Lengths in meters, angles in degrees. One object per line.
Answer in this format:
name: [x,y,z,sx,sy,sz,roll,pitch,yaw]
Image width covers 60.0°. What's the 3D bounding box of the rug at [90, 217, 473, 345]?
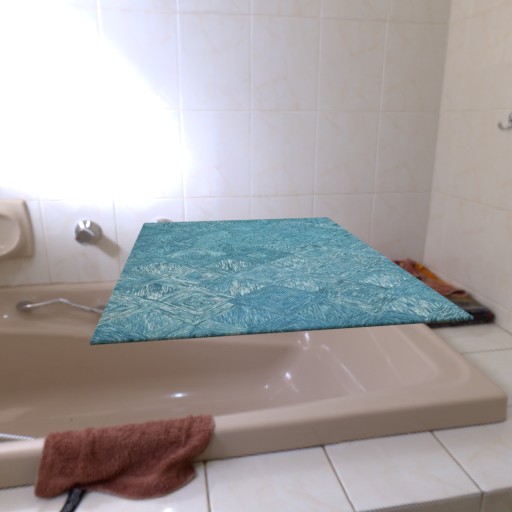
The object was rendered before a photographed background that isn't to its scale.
rug: [0.000,0.000,4.245,2.405,0.027,3.217,-2,17,-8]
